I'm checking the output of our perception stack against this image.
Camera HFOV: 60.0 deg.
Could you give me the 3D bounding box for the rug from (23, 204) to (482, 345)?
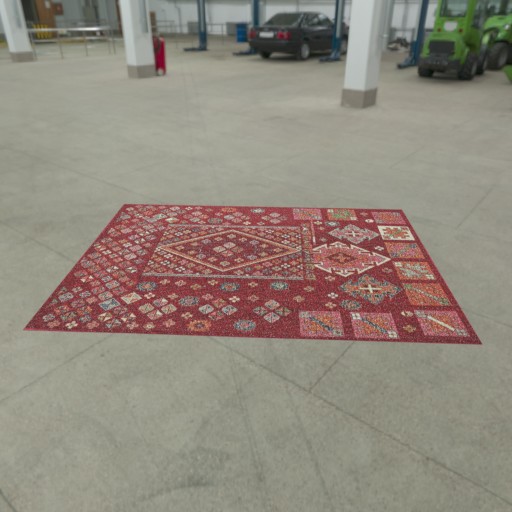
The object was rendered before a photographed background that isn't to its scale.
[{"bbox_3d":[0.000,0.000,2.789,2.184,0.007,1.579,1,29,3],"label":"rug"}]
